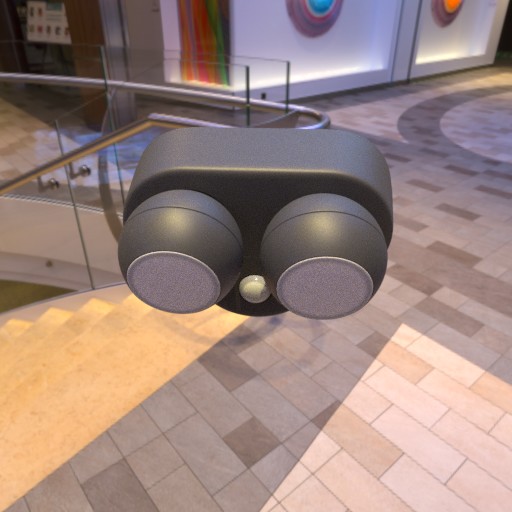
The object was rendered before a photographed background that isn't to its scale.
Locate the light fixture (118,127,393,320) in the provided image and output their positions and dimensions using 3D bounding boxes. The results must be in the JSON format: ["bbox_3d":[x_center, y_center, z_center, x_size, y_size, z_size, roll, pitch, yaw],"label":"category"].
[{"bbox_3d":[0.000,0.000,0.346,0.229,0.159,0.159,2,31,3],"label":"light fixture"}]
